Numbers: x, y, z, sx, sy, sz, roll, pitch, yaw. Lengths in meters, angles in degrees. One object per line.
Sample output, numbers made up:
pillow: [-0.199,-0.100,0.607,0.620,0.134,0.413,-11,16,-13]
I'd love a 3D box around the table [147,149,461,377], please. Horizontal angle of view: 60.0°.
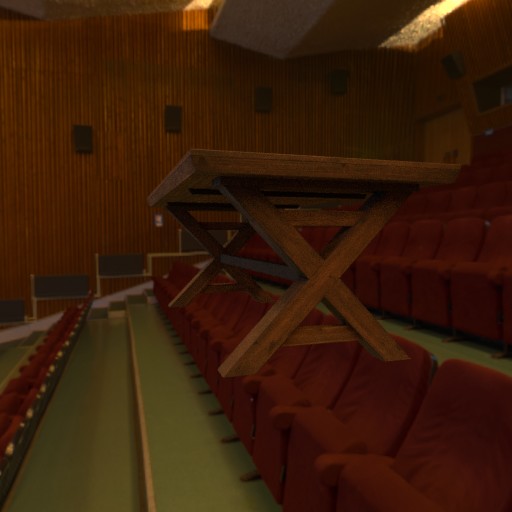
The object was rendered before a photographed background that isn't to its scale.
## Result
table: [0.000,0.000,2.540,1.071,0.793,1.966,-1,3,-18]
